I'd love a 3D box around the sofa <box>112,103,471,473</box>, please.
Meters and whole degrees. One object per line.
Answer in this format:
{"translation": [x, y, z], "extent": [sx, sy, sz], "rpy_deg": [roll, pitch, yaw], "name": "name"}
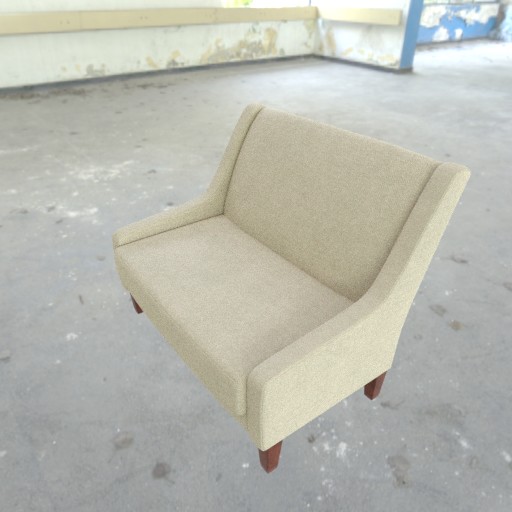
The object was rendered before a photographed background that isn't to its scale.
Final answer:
{"translation": [0.000, 0.000, 1.914], "extent": [0.946, 0.976, 1.212], "rpy_deg": [-21, 37, -31], "name": "sofa"}
